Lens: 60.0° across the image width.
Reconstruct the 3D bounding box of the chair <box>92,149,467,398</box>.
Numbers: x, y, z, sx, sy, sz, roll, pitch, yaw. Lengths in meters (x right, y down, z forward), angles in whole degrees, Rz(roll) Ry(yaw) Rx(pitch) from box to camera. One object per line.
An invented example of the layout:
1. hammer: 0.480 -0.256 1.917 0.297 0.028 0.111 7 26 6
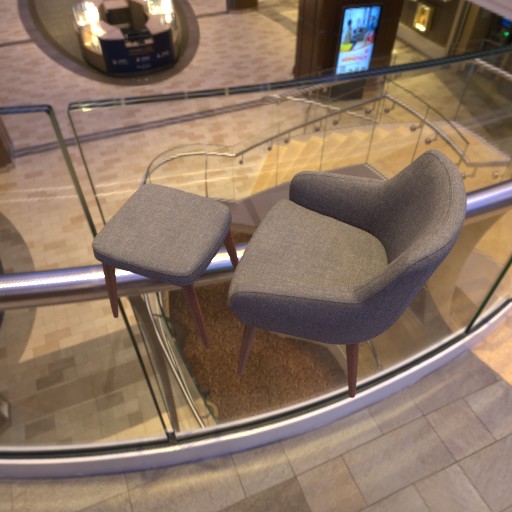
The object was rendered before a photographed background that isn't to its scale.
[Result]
1. chair: 0.000 0.000 1.498 1.107 0.799 0.584 16 49 14
